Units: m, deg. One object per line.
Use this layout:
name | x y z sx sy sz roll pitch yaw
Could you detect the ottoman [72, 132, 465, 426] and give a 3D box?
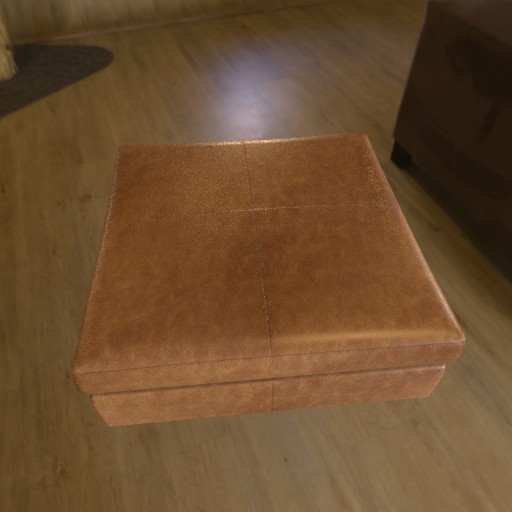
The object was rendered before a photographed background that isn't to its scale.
ottoman | 0.000 0.000 1.796 1.169 0.483 1.168 -4 47 -4
